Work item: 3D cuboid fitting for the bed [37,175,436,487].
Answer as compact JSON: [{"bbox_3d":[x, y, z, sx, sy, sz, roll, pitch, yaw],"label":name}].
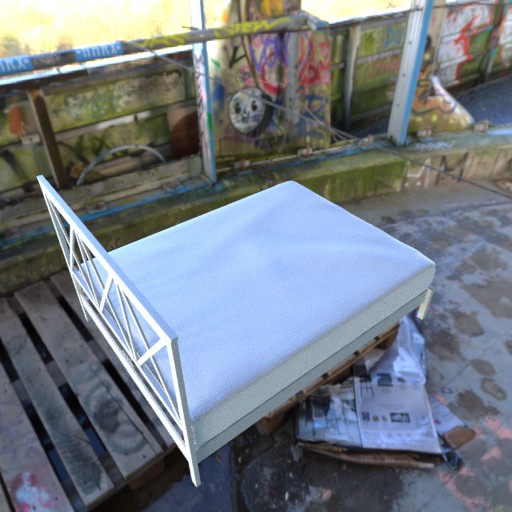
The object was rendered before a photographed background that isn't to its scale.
[{"bbox_3d":[0.000,0.000,3.126,2.135,1.253,1.673,-26,45,-29],"label":"bed"}]
